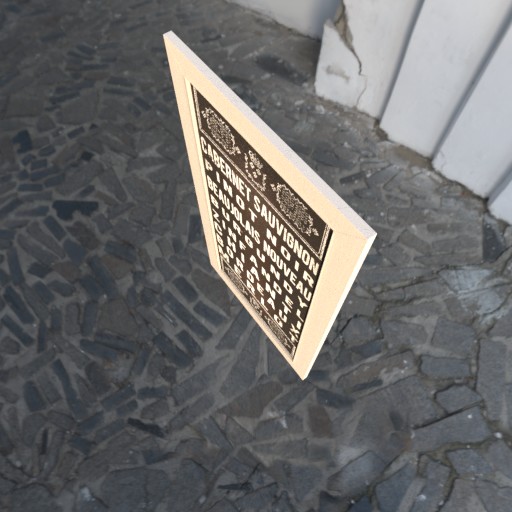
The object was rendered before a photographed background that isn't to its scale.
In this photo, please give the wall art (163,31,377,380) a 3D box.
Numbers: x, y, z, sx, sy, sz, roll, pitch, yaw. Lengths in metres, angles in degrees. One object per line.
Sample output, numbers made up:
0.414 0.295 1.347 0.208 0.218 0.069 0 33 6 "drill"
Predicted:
0.000 0.000 0.809 0.013 0.683 0.380 -34 68 -16 "wall art"
